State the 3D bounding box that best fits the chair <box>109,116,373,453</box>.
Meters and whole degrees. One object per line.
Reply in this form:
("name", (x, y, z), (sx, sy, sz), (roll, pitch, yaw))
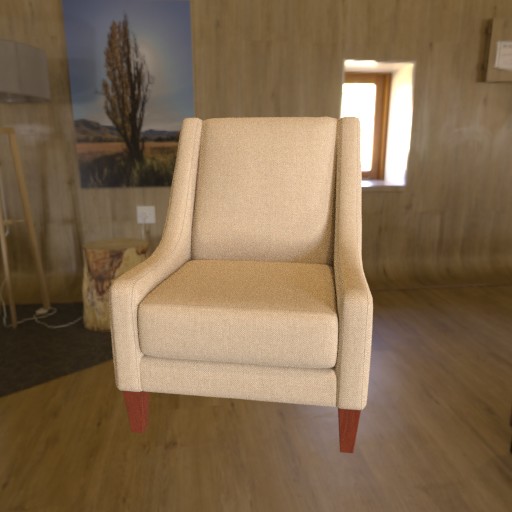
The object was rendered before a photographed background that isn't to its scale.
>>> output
("chair", (0.000, 0.000, 1.619), (0.774, 1.014, 0.870), (2, 14, 8))
